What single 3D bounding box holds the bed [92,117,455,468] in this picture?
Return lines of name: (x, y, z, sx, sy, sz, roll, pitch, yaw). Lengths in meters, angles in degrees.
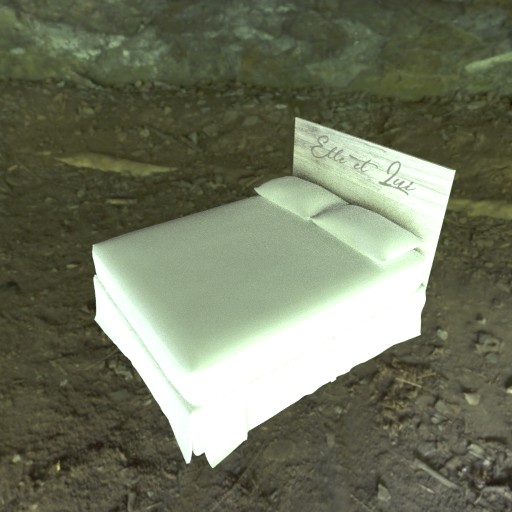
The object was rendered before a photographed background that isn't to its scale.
bed: (0.000, 0.000, 3.241, 2.094, 1.335, 1.745, -20, 37, -29)
